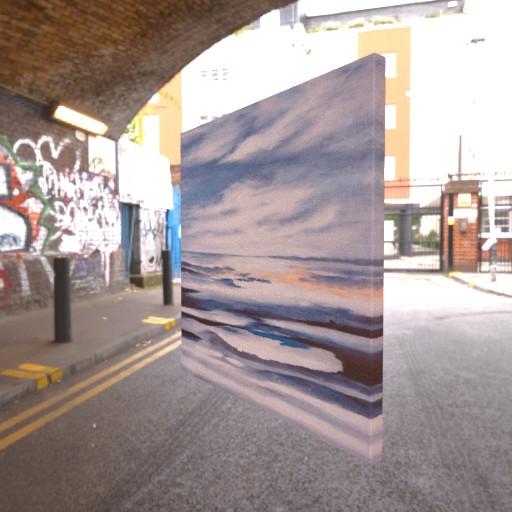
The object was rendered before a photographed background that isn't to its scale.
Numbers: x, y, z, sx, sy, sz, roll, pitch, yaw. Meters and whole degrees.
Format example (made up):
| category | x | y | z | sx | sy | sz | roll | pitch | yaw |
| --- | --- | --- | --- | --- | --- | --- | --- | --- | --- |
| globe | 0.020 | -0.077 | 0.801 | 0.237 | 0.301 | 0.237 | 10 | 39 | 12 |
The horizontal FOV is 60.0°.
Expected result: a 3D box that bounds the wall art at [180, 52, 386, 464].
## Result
| category | x | y | z | sx | sy | sz | roll | pitch | yaw |
| --- | --- | --- | --- | --- | --- | --- | --- | --- | --- |
| wall art | 0.000 | 0.000 | 1.107 | 0.035 | 0.747 | 0.747 | -1 | 2 | -37 |
